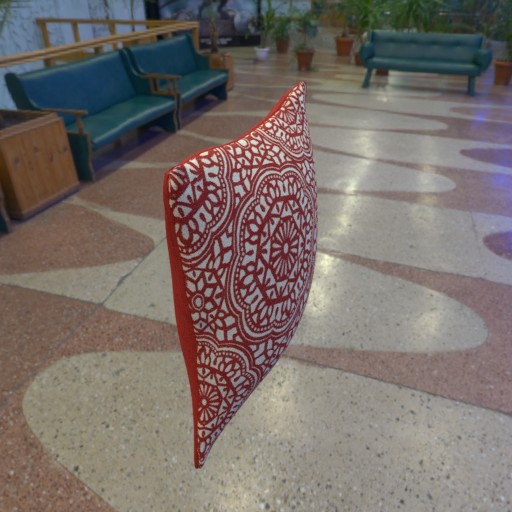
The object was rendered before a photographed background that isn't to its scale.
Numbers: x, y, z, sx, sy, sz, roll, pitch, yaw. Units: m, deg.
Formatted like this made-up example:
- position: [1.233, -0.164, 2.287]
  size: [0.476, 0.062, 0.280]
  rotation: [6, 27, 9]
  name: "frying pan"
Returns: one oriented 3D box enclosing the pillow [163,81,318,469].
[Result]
- position: [0.000, 0.000, 0.657]
  size: [0.162, 0.419, 0.438]
  rotation: [11, 33, 17]
  name: "pillow"
